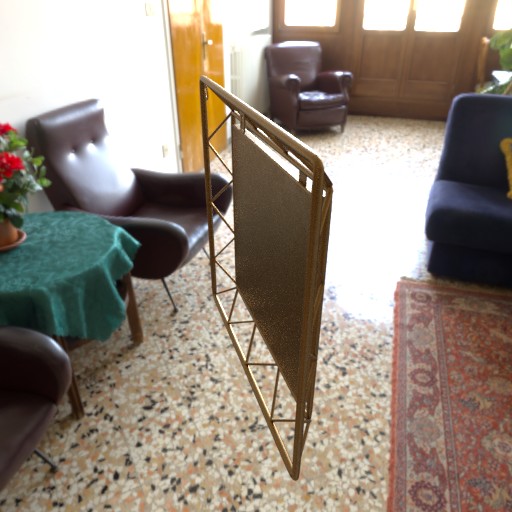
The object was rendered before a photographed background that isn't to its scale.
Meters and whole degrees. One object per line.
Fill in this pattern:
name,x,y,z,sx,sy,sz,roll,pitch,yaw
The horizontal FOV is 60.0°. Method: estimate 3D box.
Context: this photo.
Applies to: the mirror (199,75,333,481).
mirror,0.000,0.000,0.614,0.046,0.414,0.416,-10,32,-16
